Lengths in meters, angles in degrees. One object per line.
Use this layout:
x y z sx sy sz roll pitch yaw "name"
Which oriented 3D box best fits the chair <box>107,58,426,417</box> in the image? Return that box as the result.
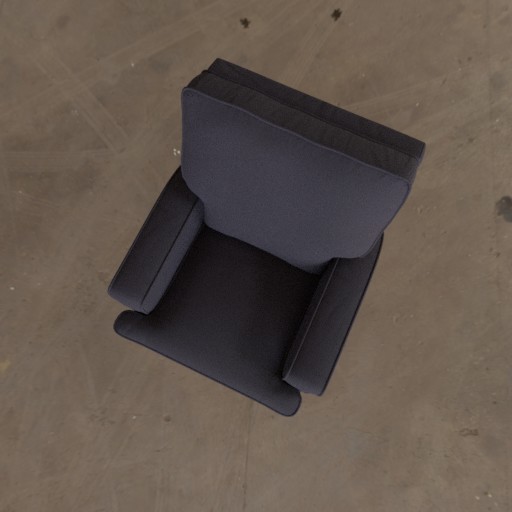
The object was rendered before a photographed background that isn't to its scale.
0.000 0.000 1.669 0.861 0.962 0.964 24 78 6 "chair"
